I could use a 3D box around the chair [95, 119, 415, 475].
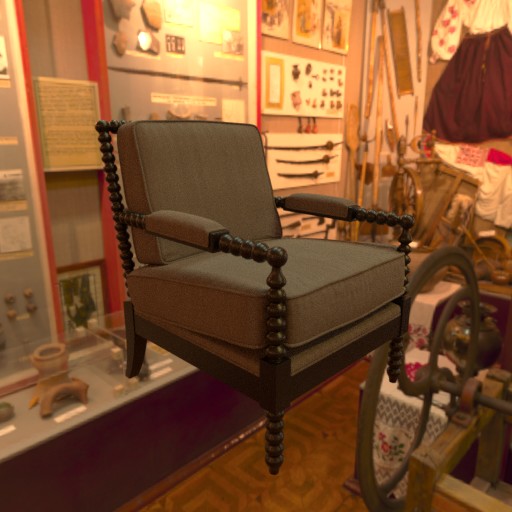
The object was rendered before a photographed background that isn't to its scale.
[{"bbox_3d":[0.000,0.000,1.106,0.622,0.661,0.540,14,20,43],"label":"chair"}]
